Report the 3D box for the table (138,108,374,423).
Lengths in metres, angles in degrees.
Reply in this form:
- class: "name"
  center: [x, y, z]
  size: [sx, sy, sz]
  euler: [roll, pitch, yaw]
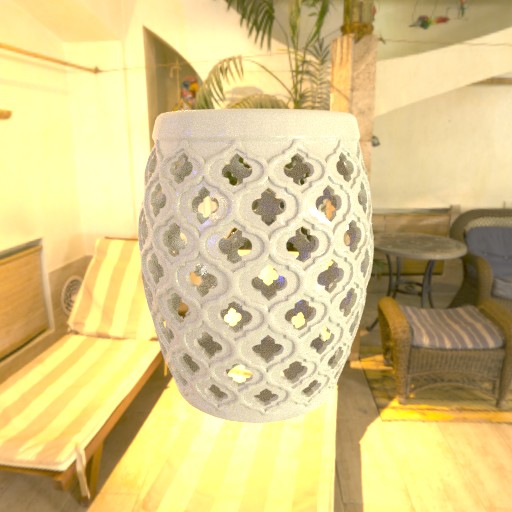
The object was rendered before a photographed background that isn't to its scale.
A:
- class: "table"
  center: [0.000, 0.000, 0.638]
  size: [0.325, 0.388, 0.325]
  euler: [0, 15, 0]
